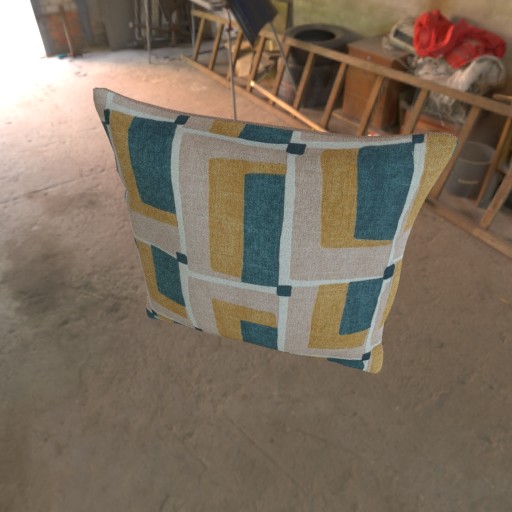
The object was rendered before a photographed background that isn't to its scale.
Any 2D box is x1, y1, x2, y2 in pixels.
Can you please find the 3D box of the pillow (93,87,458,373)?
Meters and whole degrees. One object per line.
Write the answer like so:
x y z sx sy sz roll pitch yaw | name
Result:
0.000 0.000 0.707 0.478 0.479 0.158 12 44 13 | pillow
